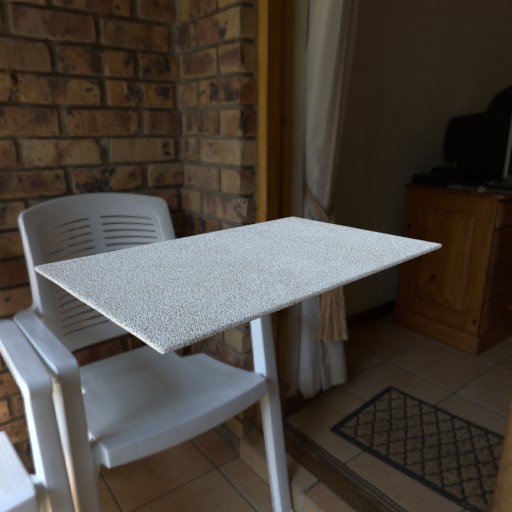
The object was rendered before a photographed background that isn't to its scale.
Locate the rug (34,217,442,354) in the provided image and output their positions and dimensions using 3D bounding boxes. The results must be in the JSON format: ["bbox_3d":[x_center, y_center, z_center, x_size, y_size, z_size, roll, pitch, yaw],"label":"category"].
[{"bbox_3d":[0.000,0.000,3.076,2.438,0.030,1.524,-14,21,-41],"label":"rug"}]
